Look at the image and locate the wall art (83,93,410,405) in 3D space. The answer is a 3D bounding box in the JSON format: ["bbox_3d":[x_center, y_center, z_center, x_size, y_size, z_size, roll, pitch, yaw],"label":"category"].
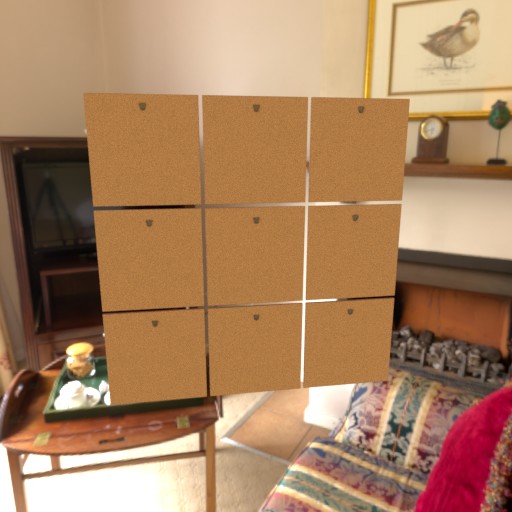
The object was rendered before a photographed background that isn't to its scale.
[{"bbox_3d":[0.000,0.000,2.245,1.533,1.532,0.019,-2,14,-9],"label":"wall art"}]
